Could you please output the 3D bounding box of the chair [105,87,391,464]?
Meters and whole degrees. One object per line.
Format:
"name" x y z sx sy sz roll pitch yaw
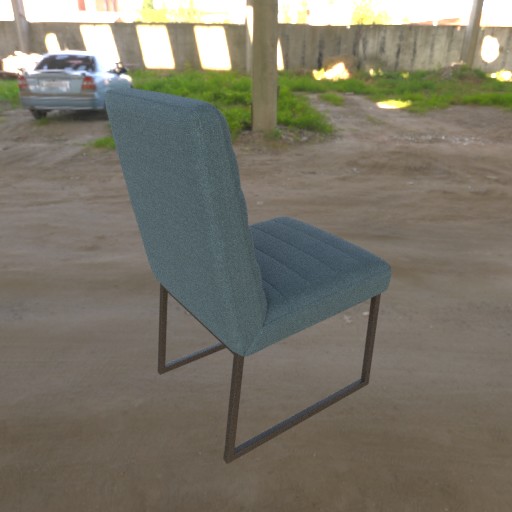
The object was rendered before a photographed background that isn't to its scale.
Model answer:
"chair" 0.000 0.000 1.306 0.634 0.930 0.520 -16 29 -31
